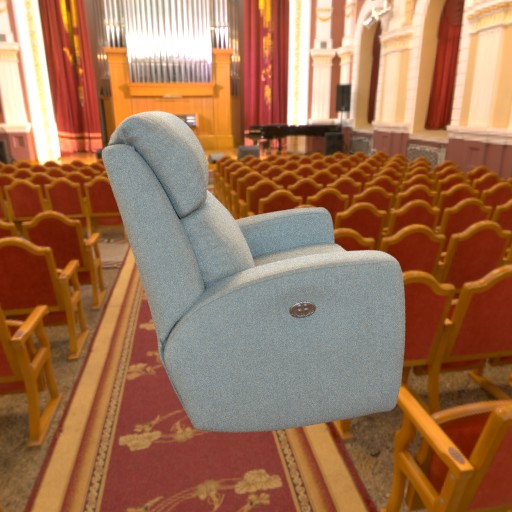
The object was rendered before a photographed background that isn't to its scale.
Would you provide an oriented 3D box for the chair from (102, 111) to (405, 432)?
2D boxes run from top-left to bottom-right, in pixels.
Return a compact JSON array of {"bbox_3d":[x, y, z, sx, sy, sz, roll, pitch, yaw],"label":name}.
[{"bbox_3d":[0.000,0.000,1.638,0.940,1.016,0.794,-3,18,-9],"label":"chair"}]
